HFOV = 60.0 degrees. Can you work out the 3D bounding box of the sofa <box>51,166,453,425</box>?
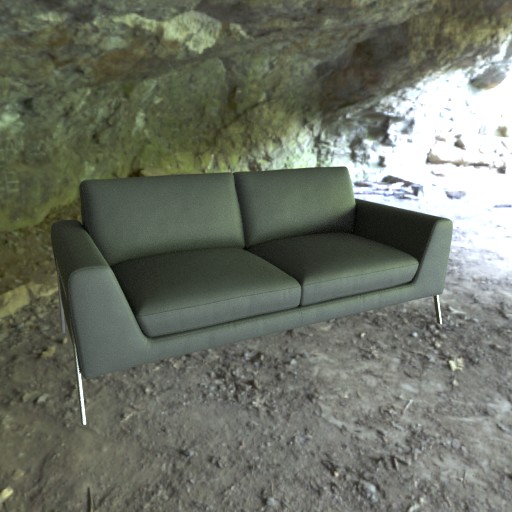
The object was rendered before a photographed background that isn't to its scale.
[{"bbox_3d":[0.000,0.000,2.455,2.017,0.875,0.953,-8,19,-26],"label":"sofa"}]
